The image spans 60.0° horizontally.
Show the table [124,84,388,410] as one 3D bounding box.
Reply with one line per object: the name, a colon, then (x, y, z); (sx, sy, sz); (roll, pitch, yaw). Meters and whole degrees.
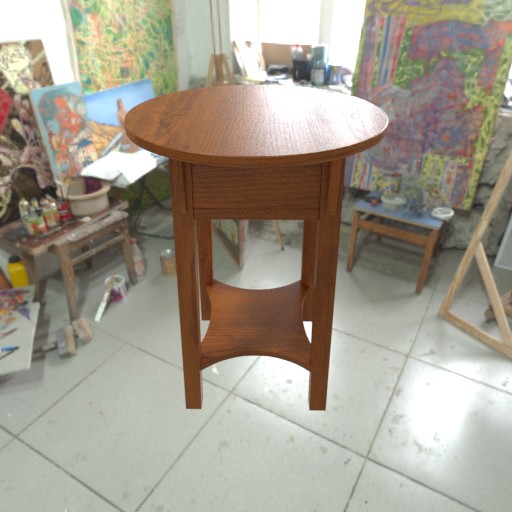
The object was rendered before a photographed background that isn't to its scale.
table: (0.000, 0.000, 0.953); (0.457, 0.610, 0.457); (0, 33, 0)
